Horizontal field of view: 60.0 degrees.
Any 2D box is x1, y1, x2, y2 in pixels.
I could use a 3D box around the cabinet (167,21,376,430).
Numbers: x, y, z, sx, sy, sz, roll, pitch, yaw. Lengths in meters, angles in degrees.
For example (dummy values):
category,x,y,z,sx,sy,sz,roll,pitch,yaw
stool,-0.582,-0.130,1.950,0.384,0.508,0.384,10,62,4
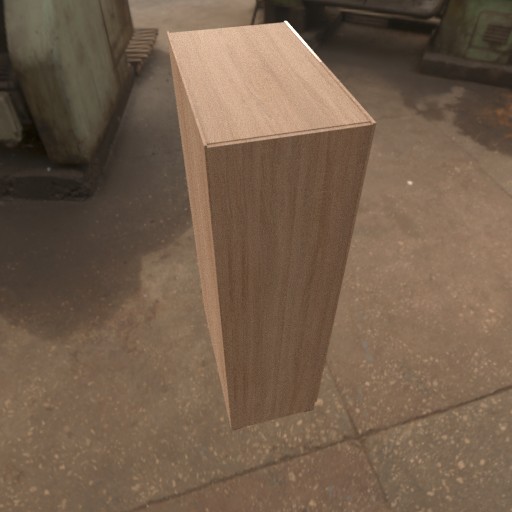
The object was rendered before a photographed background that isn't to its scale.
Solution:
category,x,y,z,sx,sy,sz,roll,pitch,yaw
cabinet,0.000,0.000,2.513,0.590,2.121,1.001,-11,47,-10
